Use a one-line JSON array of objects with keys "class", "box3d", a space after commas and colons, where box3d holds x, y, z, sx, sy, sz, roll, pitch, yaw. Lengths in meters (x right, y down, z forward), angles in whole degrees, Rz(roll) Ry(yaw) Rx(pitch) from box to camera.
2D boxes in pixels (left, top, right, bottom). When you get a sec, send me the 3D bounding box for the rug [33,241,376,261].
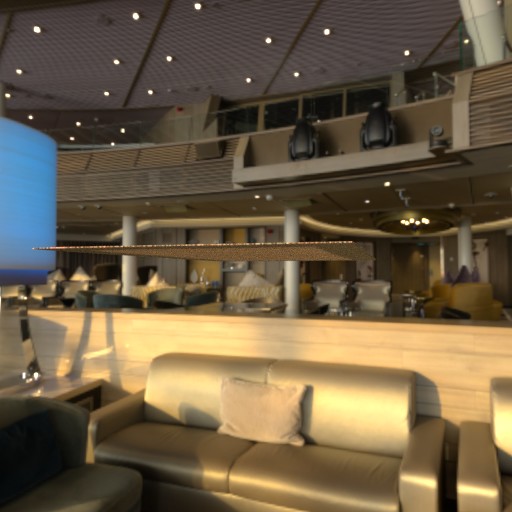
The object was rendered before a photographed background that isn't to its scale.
[{"class": "rug", "box3d": [0.000, 0.000, 3.008, 1.521, 0.006, 2.435, -1, -2, 17]}]
